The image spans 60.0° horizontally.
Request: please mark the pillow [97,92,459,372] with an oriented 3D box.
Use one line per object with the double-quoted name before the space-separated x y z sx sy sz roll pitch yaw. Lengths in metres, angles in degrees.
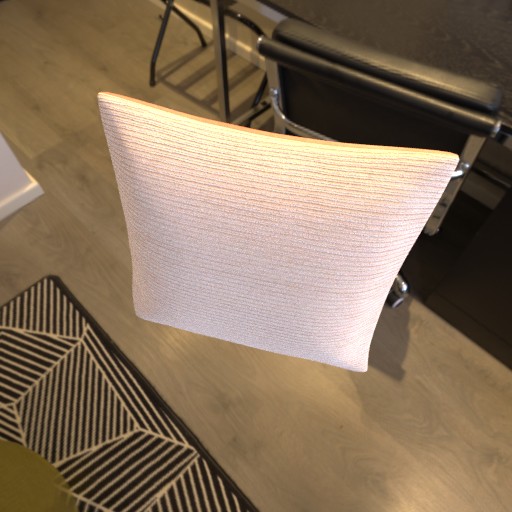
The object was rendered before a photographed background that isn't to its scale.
"pillow" 0.000 0.000 0.644 0.424 0.401 0.177 12 59 8
